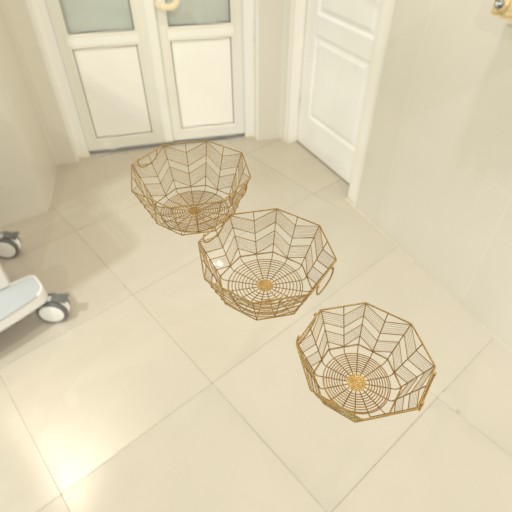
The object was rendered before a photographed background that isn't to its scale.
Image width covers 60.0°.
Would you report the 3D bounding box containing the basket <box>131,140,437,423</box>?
[{"bbox_3d":[0.000,0.000,1.349,0.432,0.178,1.245,-25,49,-24],"label":"basket"}]
